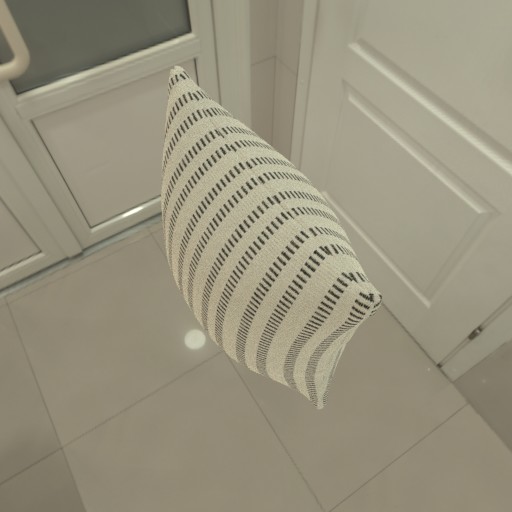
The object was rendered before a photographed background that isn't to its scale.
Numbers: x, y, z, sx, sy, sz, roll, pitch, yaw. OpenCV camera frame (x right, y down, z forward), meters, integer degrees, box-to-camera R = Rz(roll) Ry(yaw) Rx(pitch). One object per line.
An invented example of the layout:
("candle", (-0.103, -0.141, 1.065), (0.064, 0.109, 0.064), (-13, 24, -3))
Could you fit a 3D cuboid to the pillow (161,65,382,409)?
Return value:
("pillow", (0.000, 0.000, 0.695), (0.247, 0.419, 0.438), (-29, 62, -17))
